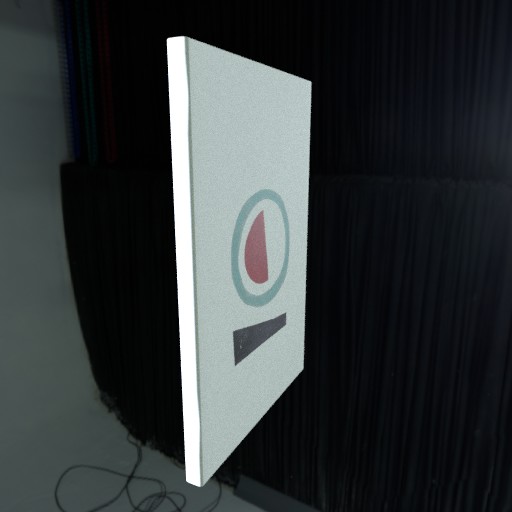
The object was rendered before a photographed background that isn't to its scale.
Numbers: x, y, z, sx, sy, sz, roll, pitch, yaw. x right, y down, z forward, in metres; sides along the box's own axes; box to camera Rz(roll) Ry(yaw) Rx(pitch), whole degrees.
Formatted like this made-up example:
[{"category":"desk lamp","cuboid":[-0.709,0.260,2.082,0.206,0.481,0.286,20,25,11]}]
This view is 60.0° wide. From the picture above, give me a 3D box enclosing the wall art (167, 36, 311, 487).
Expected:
[{"category":"wall art","cuboid":[0.000,0.000,1.123,0.048,0.902,0.602,7,15,27]}]
